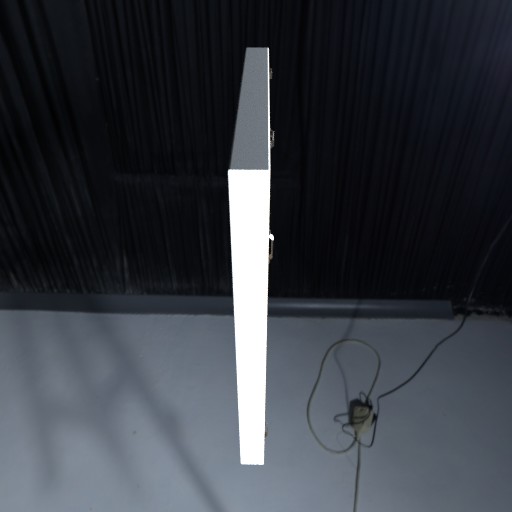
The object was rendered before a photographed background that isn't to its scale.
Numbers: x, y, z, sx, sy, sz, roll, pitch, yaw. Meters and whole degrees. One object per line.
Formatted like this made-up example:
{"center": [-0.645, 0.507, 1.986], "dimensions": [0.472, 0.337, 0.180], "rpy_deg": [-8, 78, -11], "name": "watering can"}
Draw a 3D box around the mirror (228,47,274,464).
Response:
{"center": [0.000, 0.000, 0.692], "dimensions": [0.041, 0.509, 0.406], "rpy_deg": [1, 39, 1], "name": "mirror"}
